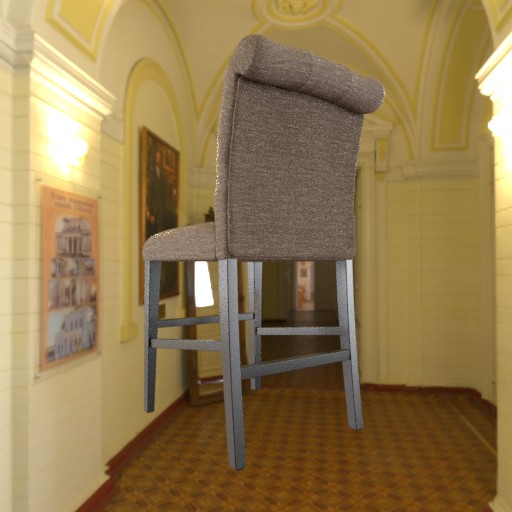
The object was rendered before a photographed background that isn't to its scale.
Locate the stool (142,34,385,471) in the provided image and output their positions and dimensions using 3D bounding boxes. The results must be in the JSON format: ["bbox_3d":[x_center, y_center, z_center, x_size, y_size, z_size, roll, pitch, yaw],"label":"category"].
[{"bbox_3d":[0.000,0.000,1.292,0.457,0.970,0.611,1,-1,-37],"label":"stool"}]
